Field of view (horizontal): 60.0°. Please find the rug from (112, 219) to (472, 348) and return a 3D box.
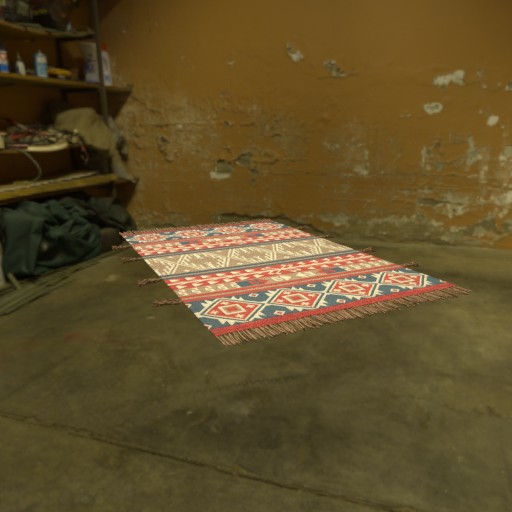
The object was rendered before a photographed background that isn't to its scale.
[{"bbox_3d":[0.000,0.000,3.168,1.778,0.048,2.450,-7,17,-25],"label":"rug"}]
